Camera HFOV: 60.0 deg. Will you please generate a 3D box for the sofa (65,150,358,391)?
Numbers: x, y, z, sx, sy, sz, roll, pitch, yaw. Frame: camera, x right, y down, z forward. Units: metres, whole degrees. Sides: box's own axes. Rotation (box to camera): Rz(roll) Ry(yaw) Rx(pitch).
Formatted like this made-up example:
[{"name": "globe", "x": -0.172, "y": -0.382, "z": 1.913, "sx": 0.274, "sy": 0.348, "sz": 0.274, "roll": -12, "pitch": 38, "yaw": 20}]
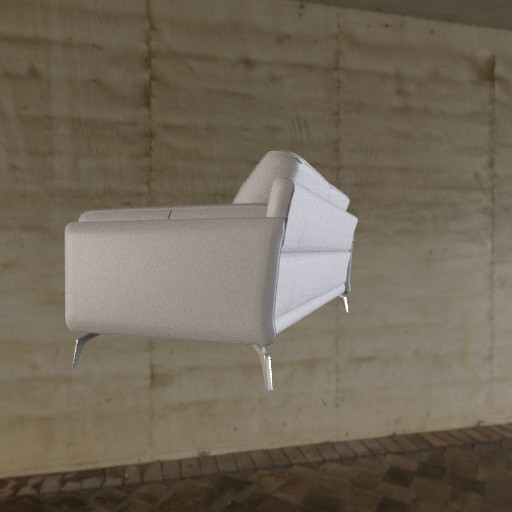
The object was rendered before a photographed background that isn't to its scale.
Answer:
[{"name": "sofa", "x": 0.000, "y": 0.000, "z": 2.617, "sx": 1.049, "sy": 0.930, "sz": 2.101, "roll": 0, "pitch": 1, "yaw": 19}]
